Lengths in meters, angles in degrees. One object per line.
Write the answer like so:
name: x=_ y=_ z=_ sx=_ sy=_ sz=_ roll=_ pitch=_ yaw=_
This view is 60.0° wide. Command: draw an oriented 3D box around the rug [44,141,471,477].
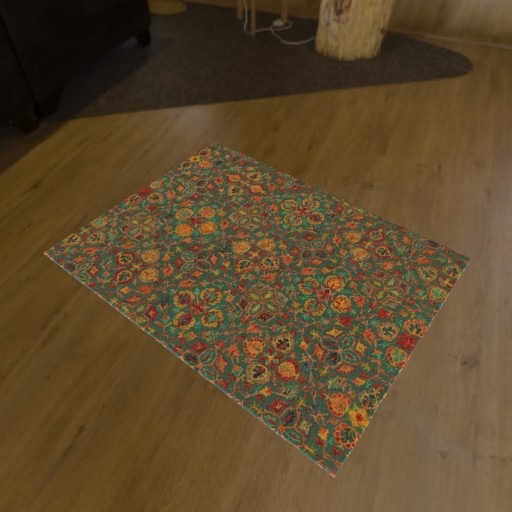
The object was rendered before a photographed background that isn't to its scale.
rug: x=0.000 y=0.000 z=4.164 sx=3.204 sy=0.025 sz=2.434 roll=30 pitch=54 yaw=25
